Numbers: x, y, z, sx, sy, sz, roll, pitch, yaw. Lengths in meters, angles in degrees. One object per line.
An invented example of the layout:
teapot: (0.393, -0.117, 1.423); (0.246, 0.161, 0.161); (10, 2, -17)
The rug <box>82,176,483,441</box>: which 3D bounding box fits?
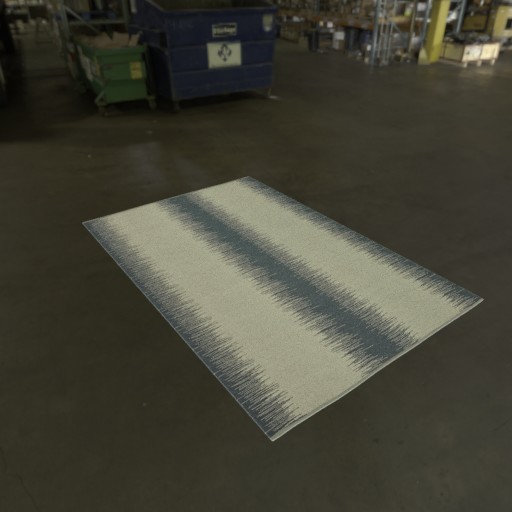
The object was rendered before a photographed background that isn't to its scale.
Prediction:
rug: (0.000, 0.000, 2.345); (1.234, 0.006, 1.854); (-21, 38, -30)
